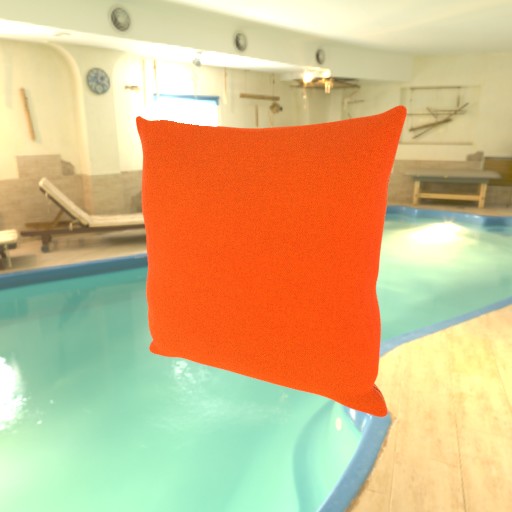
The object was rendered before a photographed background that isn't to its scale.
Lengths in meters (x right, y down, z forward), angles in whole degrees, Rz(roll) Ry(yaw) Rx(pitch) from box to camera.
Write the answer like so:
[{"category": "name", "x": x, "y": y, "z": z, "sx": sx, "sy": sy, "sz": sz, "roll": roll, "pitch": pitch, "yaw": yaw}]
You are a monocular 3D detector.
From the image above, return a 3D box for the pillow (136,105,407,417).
[{"category": "pillow", "x": 0.000, "y": 0.000, "z": 0.698, "sx": 0.440, "sy": 0.441, "sz": 0.182, "roll": 8, "pitch": 17, "yaw": 25}]
